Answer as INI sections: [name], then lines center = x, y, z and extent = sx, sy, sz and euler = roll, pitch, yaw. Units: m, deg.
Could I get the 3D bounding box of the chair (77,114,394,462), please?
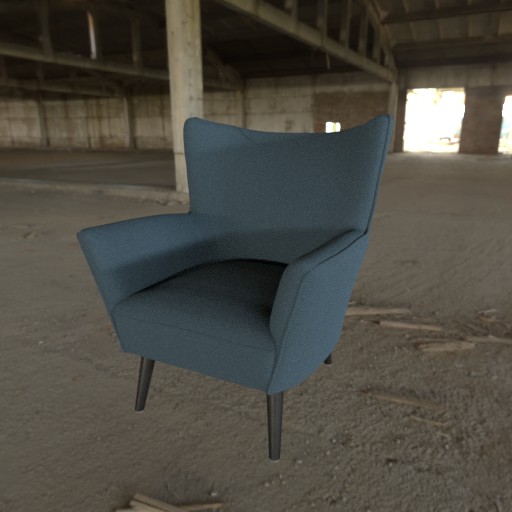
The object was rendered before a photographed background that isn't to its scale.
[chair]
center = 0.000, 0.000, 1.528
extent = 0.781, 0.933, 0.888
euler = 8, 18, 26
